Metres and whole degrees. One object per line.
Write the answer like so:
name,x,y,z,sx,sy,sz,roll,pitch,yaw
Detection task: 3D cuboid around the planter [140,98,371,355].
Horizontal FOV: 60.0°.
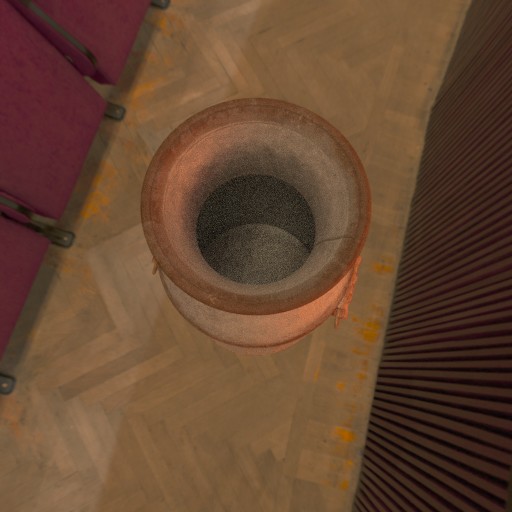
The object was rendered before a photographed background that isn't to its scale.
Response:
planter,0.000,0.000,0.511,0.248,0.358,0.215,16,76,4
